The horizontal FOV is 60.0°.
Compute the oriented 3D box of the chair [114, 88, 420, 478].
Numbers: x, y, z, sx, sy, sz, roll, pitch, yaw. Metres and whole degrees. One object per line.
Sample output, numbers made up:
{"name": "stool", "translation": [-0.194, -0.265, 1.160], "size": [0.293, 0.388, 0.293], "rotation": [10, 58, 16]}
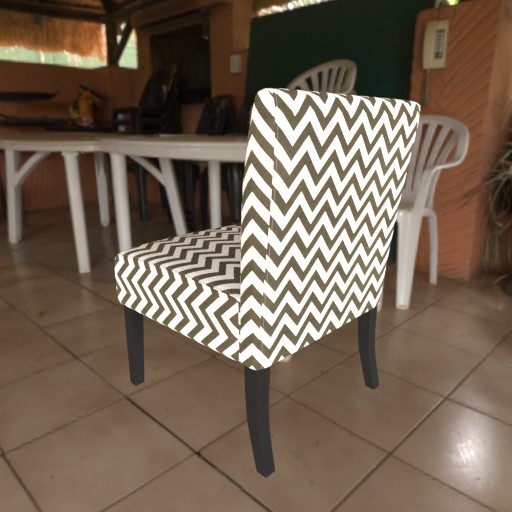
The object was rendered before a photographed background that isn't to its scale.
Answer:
{"name": "chair", "translation": [0.000, 0.000, 1.266], "size": [0.648, 0.838, 0.589], "rotation": [15, 22, 41]}
